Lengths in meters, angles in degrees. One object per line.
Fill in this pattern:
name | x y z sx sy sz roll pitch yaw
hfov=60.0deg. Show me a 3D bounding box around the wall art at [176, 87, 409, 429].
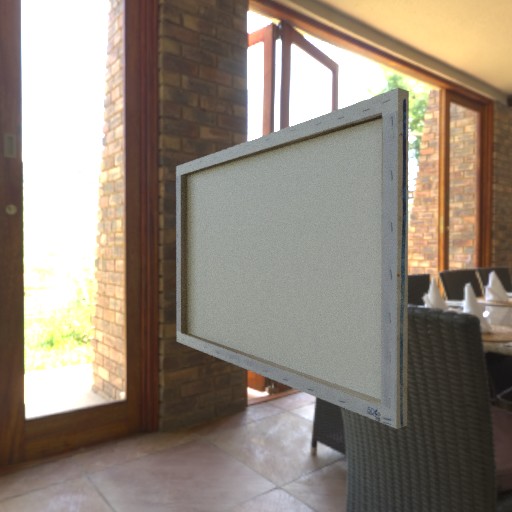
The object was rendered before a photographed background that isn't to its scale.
wall art | 0.000 0.000 1.459 0.038 0.757 1.143 -1 1 -35
